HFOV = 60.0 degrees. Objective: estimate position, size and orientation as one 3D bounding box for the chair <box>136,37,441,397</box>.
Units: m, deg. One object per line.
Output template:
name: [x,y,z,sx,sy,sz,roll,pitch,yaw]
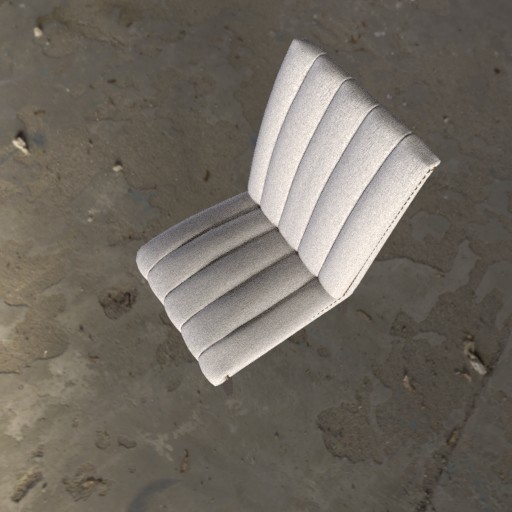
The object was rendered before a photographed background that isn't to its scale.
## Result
chair: [0.000,0.000,1.387,0.647,1.016,0.511,-31,68,-14]
